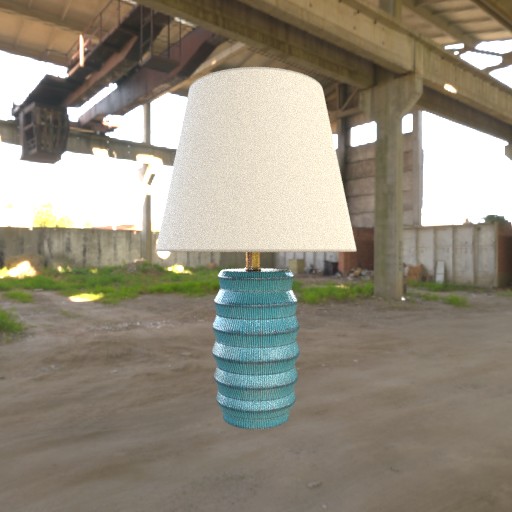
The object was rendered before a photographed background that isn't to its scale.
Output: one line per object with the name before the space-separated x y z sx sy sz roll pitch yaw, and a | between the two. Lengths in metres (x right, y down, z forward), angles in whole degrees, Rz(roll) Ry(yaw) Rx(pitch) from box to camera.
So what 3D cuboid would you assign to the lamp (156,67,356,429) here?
lamp | 0.000 0.000 0.801 0.355 0.582 0.355 0 1 0
